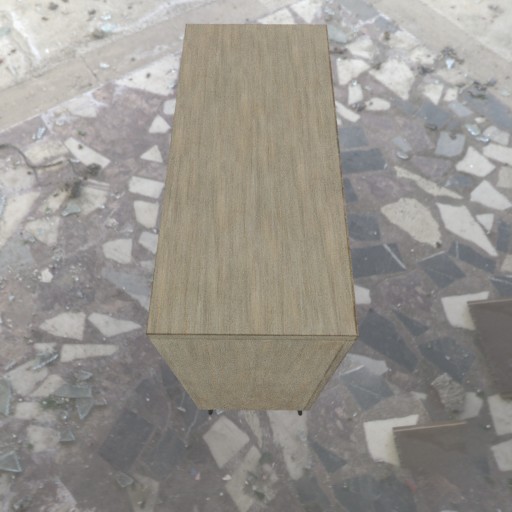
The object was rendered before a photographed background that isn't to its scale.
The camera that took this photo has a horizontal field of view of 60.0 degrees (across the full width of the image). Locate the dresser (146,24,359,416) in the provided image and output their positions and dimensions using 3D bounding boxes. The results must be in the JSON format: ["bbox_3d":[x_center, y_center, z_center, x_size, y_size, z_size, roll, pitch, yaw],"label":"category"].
[{"bbox_3d":[0.000,0.000,1.703,0.457,1.219,1.016,0,62,0],"label":"dresser"}]
